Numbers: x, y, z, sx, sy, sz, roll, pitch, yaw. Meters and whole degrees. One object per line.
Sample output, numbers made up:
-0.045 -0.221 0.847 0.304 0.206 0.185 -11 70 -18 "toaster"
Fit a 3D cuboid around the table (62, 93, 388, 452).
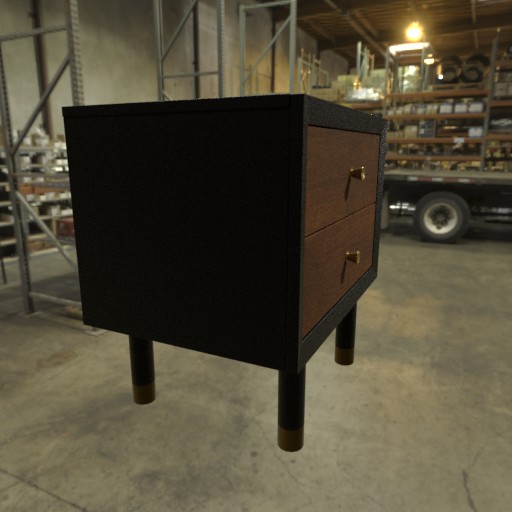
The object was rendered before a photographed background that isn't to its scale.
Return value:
0.000 0.000 0.954 0.441 0.584 0.564 7 15 26 "table"
